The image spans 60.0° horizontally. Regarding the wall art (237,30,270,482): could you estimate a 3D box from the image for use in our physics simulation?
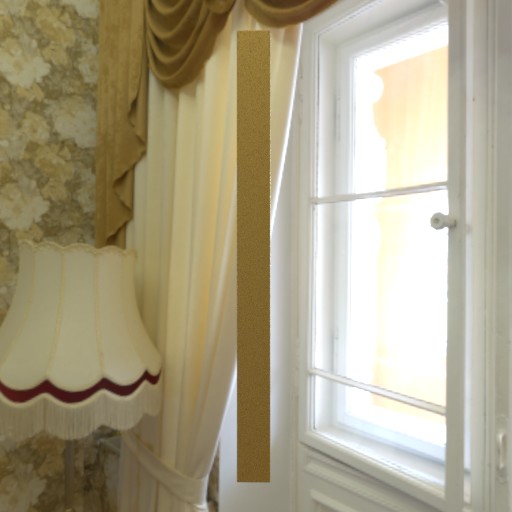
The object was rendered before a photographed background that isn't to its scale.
[{"bbox_3d":[0.000,0.000,0.897,0.048,0.642,0.537,0,0,1],"label":"wall art"}]
